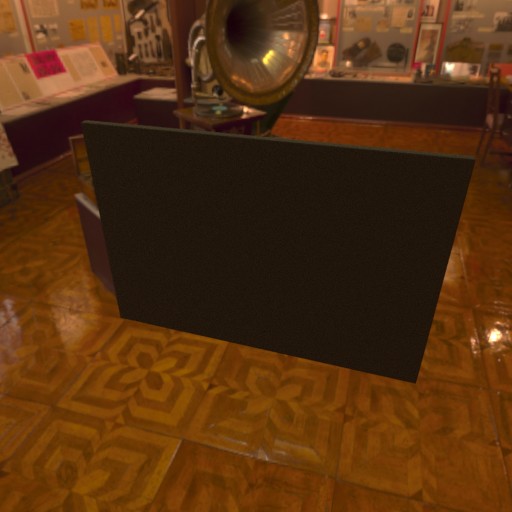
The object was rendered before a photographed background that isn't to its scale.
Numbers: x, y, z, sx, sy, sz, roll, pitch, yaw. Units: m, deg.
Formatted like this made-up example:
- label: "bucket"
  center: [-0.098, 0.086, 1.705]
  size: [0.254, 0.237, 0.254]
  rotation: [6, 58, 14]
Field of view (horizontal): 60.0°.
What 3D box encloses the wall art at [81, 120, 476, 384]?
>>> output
- label: "wall art"
  center: [0.000, 0.000, 1.218]
  size: [0.958, 0.656, 0.026]
  rotation: [10, 33, 15]
